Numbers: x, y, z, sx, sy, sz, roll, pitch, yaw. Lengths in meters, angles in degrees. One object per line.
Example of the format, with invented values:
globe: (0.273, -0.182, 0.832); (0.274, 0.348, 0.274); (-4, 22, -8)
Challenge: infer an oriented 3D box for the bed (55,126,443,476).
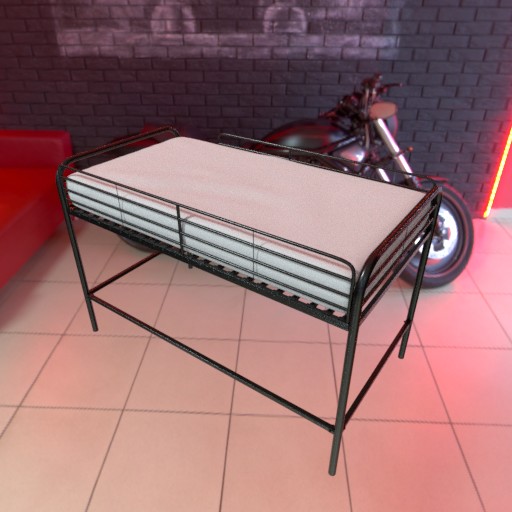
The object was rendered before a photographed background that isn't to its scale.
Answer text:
bed: (0.000, 0.000, 2.915); (1.968, 1.289, 1.393); (20, 37, 29)
